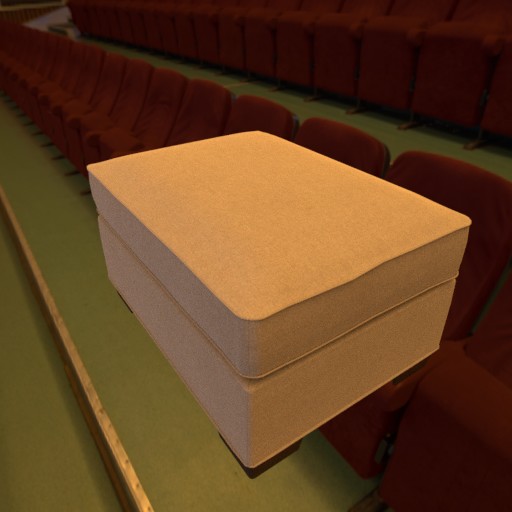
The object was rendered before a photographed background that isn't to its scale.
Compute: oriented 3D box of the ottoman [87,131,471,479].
[{"bbox_3d":[0.000,0.000,1.219,0.617,0.503,0.846,-20,37,-29],"label":"ottoman"}]
